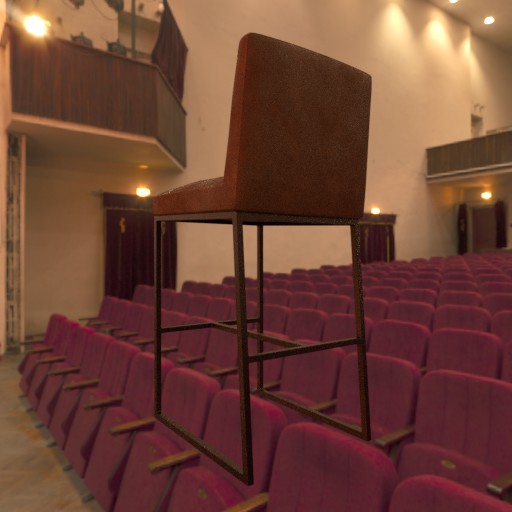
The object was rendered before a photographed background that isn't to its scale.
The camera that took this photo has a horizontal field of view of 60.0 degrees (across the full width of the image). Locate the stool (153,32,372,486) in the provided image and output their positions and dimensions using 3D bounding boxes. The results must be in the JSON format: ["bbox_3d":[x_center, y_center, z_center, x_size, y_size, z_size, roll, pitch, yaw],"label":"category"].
[{"bbox_3d":[0.000,0.000,1.370,0.463,1.065,0.562,0,0,-36],"label":"stool"}]
